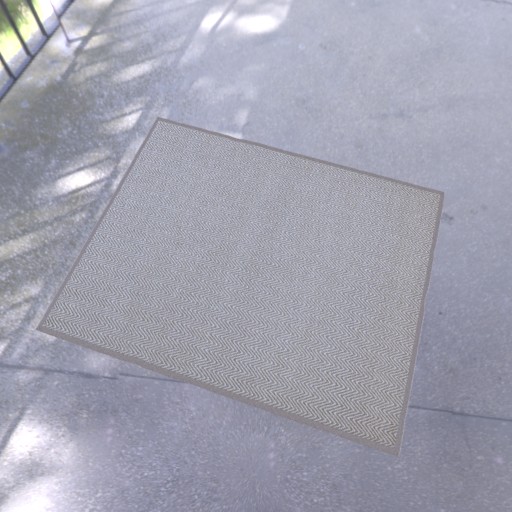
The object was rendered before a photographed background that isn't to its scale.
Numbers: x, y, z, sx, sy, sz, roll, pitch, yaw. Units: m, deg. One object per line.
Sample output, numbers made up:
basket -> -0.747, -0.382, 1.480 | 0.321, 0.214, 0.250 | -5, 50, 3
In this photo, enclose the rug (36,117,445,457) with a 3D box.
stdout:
rug -> 0.000, 0.000, 3.936 | 3.007, 0.032, 2.434 | 17, 65, 8
